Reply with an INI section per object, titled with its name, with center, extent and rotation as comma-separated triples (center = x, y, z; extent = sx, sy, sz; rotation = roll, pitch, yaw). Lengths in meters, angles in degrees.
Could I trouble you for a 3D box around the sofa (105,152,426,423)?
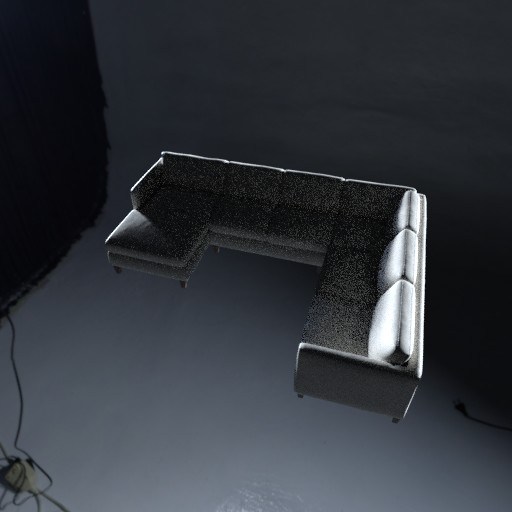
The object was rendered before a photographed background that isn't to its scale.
[sofa]
center = 0.000, 0.000, 4.569
extent = 3.238, 0.853, 2.551
rotation = 11, 42, 13
